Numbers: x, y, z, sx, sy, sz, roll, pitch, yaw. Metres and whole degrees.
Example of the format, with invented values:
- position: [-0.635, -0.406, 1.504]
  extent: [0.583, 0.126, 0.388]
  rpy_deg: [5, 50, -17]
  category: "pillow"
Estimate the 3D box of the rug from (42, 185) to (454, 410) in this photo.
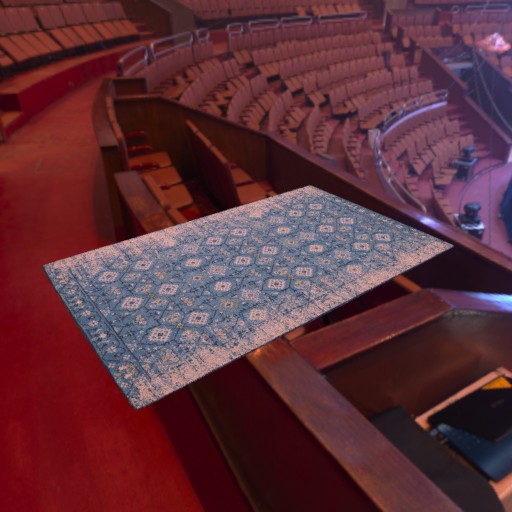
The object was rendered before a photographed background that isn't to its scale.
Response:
- position: [0.000, 0.000, 2.233]
  extent: [1.795, 0.008, 1.102]
  rpy_deg: [-21, 36, -32]
  category: "rug"
